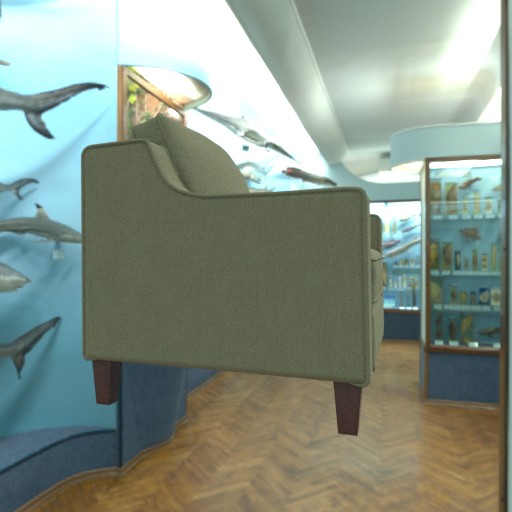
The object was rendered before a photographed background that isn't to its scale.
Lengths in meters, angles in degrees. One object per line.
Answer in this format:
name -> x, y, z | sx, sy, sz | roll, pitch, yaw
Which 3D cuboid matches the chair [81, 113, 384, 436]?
chair -> 0.000, 0.000, 1.661 | 0.909, 0.960, 0.831 | 0, 0, 18
